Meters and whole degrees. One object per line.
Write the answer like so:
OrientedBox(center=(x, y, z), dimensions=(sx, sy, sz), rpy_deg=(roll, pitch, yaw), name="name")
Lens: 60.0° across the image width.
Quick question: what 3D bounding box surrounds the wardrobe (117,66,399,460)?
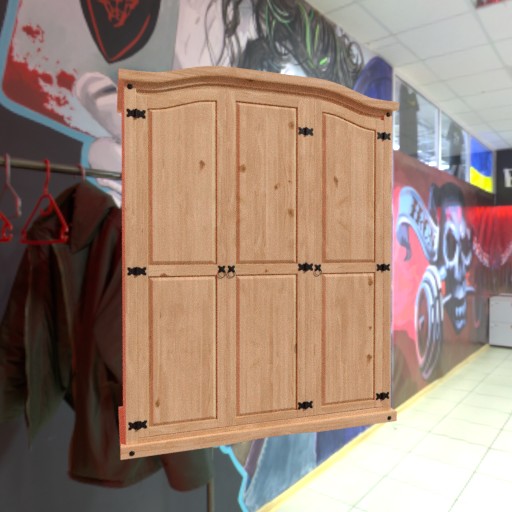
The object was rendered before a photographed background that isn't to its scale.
OrientedBox(center=(0.000, 0.000, 2.531), dimensions=(1.500, 1.870, 0.570), rpy_deg=(0, 1, -18), name="wardrobe")
